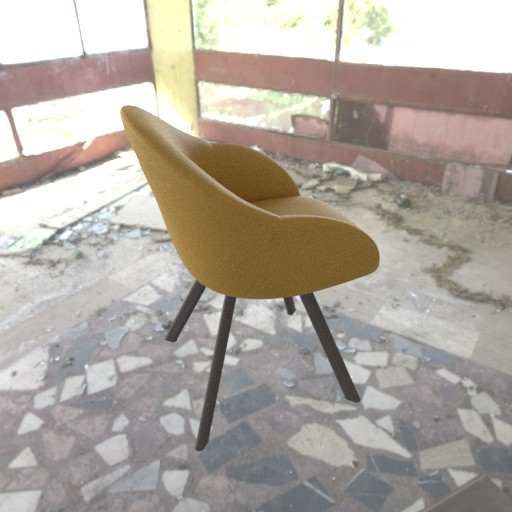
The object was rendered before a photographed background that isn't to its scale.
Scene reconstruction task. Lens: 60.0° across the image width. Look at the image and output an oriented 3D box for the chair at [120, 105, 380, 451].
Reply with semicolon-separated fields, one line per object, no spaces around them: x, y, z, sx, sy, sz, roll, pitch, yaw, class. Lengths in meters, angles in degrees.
0.000;0.000;1.178;0.583;0.793;0.551;-10;32;-17;chair
